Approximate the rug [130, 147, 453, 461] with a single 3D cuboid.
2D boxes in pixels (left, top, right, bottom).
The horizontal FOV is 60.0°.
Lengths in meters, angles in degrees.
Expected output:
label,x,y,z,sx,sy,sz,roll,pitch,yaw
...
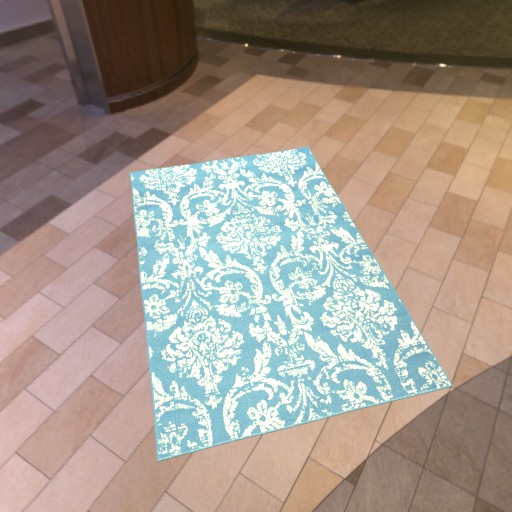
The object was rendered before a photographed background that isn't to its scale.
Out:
label,x,y,z,sx,sy,sz,roll,pitch,yaw
rug,0.000,0.000,2.335,1.211,0.012,1.833,-10,47,-10
